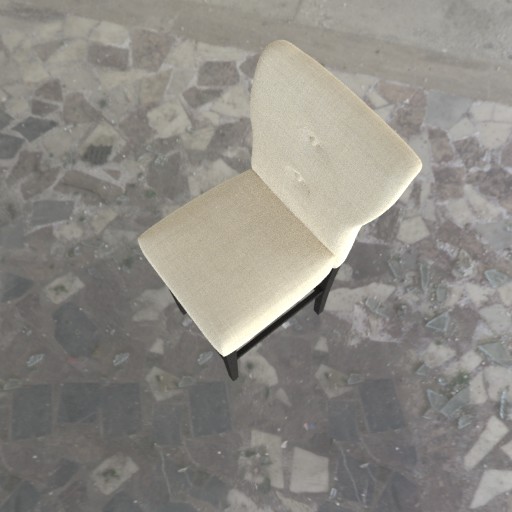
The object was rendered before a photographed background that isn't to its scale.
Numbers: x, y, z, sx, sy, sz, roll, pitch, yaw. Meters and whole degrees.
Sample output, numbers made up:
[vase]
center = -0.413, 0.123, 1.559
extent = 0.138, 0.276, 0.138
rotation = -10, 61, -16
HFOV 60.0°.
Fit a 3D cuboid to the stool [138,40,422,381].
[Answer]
[stool]
center = 0.000, 0.000, 1.497
extent = 0.603, 1.124, 0.516
rotation = -36, 71, -15
